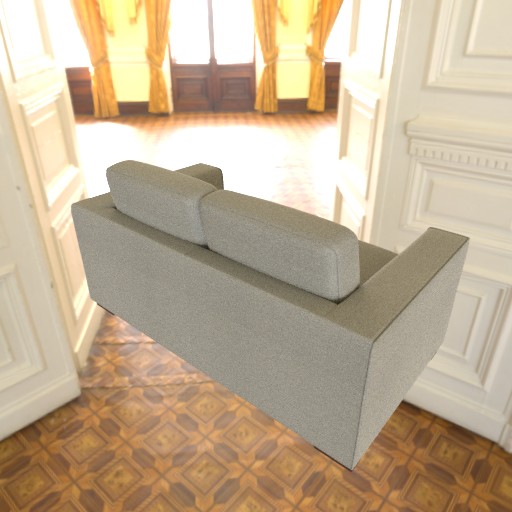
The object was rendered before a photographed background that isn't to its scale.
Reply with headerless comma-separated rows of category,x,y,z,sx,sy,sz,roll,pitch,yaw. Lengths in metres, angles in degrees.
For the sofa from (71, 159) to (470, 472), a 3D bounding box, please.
sofa,0.000,0.000,2.346,1.812,0.924,1.007,22,36,34
